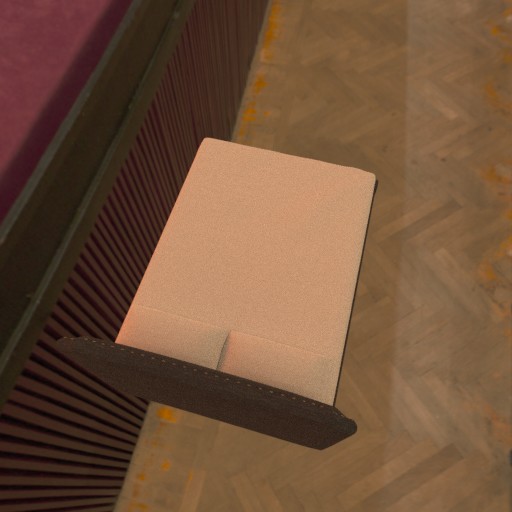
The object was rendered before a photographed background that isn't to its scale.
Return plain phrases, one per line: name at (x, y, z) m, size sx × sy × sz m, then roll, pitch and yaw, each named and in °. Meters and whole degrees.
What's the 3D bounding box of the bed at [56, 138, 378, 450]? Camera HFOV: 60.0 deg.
bed at (0.000, 0.000, 3.414) m, size 1.713 × 1.443 × 2.372 m, roll 14°, pitch 64°, yaw 7°
